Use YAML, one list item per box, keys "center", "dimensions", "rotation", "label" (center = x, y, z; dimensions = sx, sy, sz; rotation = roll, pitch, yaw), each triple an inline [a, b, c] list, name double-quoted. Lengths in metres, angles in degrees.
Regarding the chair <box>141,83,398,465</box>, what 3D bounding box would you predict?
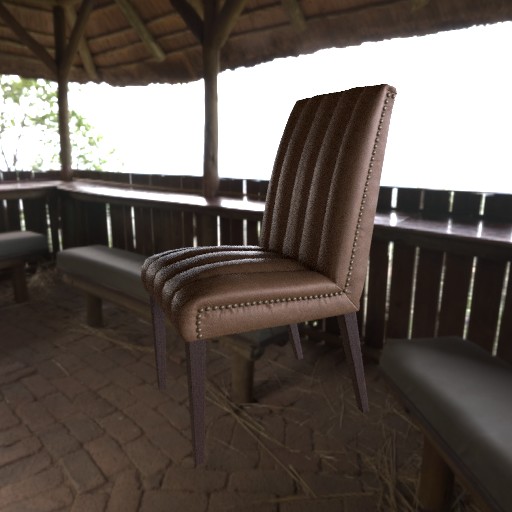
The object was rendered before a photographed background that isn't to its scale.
- center: [0.000, 0.000, 1.399]
  dimensions: [0.647, 1.016, 0.511]
  rotation: [-6, 15, -24]
  label: "chair"
